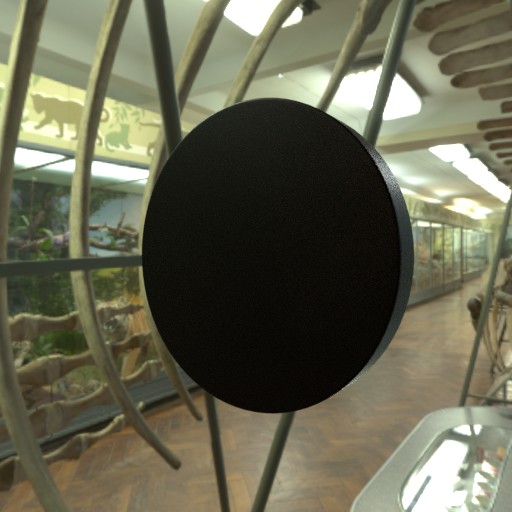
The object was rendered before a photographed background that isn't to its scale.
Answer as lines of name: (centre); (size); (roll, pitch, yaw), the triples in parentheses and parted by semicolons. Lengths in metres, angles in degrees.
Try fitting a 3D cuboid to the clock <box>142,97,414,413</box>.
clock: (0.000, 0.000, 0.463); (0.314, 0.314, 0.040); (1, 1, 35)
